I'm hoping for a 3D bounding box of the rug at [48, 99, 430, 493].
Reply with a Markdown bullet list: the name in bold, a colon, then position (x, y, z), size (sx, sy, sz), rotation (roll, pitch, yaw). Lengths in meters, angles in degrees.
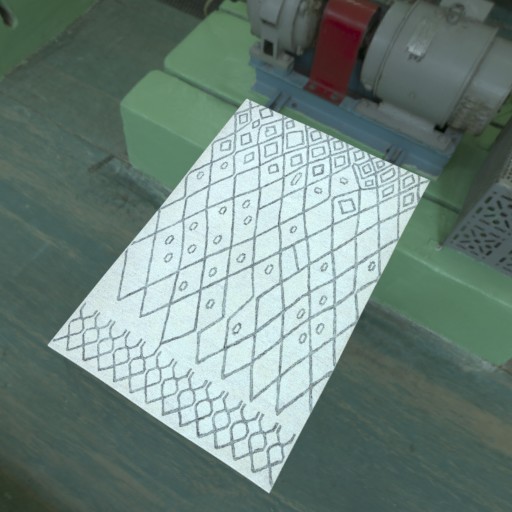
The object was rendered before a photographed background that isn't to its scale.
- **rug**: position (0.000, 0.000, 2.315), size (1.222, 0.015, 1.828), rotation (28, 68, 13)
